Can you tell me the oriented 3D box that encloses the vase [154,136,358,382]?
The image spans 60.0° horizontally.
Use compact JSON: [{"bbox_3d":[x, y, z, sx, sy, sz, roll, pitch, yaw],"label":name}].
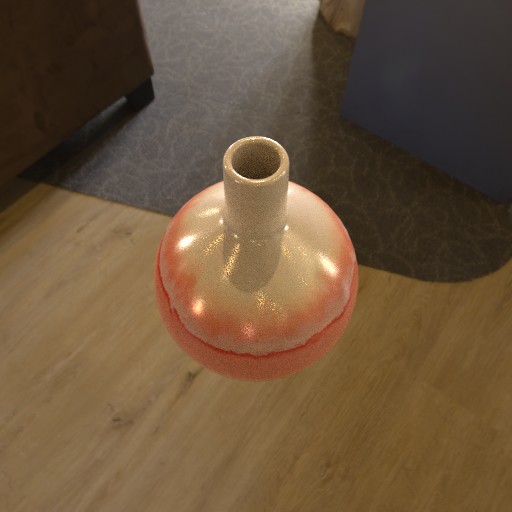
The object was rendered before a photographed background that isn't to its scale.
[{"bbox_3d":[0.000,0.000,0.277,0.137,0.176,0.137,0,60,0],"label":"vase"}]
